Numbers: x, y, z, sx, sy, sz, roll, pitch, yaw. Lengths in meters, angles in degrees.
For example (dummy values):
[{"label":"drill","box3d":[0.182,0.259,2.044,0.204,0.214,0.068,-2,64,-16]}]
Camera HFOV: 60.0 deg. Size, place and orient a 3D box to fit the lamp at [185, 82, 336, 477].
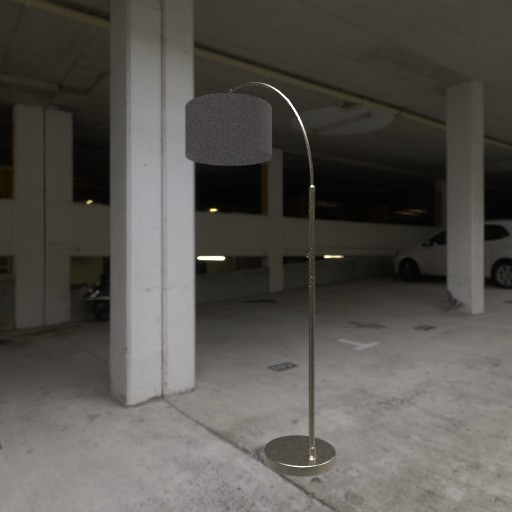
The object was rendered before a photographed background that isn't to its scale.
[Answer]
[{"label":"lamp","box3d":[0.000,0.000,2.144,0.452,1.735,0.934,0,0,-36]}]
